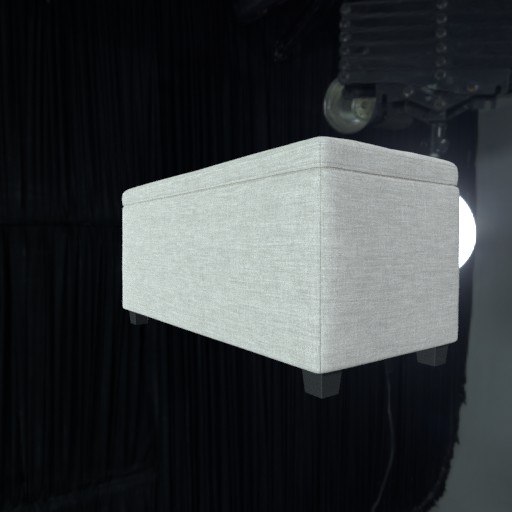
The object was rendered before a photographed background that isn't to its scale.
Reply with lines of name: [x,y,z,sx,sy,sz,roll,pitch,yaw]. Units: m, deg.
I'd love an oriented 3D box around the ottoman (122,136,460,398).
ottoman: [0.000,0.000,1.145,0.419,0.432,0.902,-1,2,-36]
